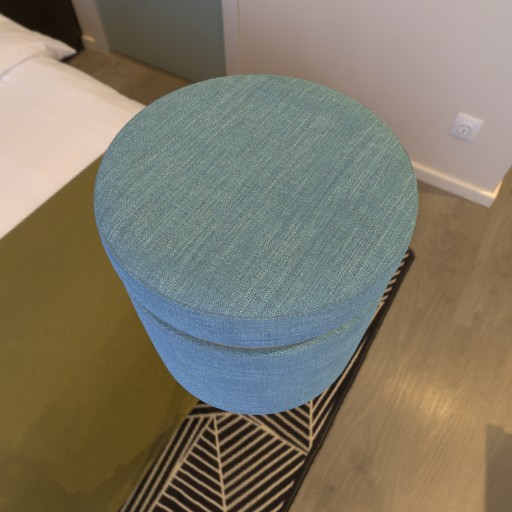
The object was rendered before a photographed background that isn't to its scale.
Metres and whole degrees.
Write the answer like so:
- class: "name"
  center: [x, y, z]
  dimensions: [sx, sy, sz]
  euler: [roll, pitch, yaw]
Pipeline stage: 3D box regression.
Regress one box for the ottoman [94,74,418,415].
- class: "ottoman"
  center: [0.000, 0.000, 0.698]
  dimensions: [0.398, 0.406, 0.398]
  euler: [0, 57, 0]
